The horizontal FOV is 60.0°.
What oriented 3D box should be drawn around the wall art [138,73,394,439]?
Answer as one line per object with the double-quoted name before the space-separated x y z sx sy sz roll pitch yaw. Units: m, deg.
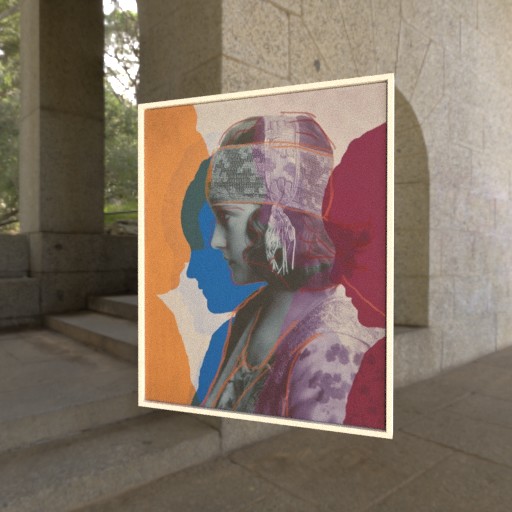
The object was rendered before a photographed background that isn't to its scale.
"wall art" 0.000 0.000 0.749 0.443 0.549 0.030 0 1 19
